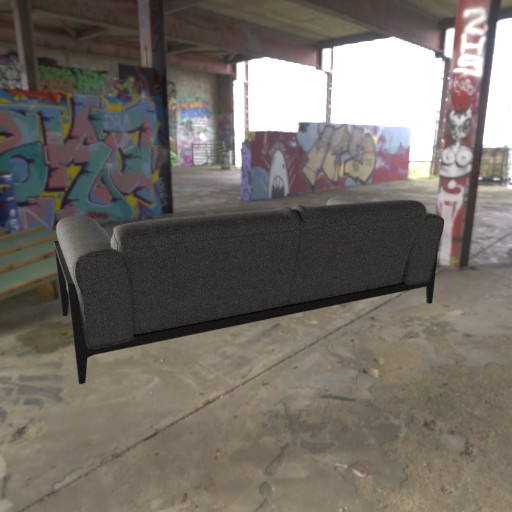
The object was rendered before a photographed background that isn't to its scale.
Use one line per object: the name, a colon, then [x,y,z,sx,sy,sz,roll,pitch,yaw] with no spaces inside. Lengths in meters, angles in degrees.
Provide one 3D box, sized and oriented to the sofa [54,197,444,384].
sofa: [0.000,0.000,2.633,2.125,0.703,0.985,-8,17,-26]
